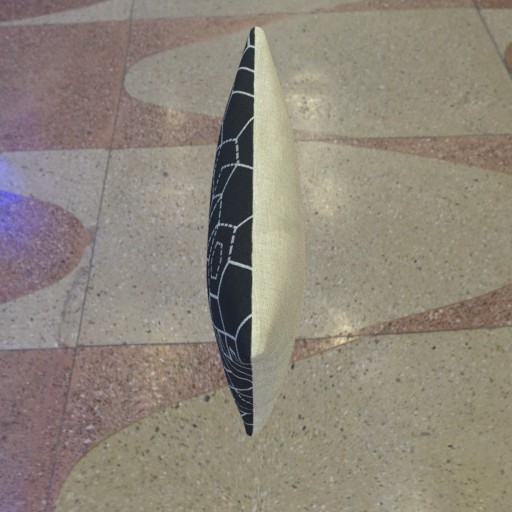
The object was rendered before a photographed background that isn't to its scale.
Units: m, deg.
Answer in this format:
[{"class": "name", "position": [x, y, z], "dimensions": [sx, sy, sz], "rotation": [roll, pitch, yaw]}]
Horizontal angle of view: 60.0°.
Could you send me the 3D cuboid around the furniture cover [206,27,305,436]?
[{"class": "furniture cover", "position": [0.000, 0.000, 0.762], "dimensions": [0.158, 0.508, 0.517], "rotation": [0, 59, 0]}]
